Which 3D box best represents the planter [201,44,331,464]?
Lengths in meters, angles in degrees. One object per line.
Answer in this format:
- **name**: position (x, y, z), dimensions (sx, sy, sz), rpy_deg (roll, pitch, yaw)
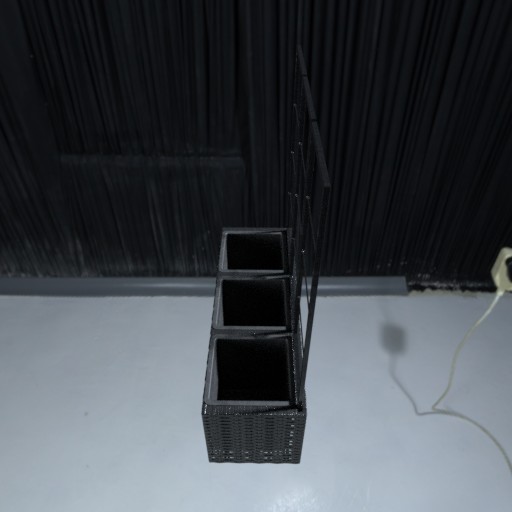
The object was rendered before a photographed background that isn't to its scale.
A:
- **planter**: position (0.000, 0.000, 1.149), dimensions (0.244, 0.841, 0.698), rpy_deg (0, 41, 1)
